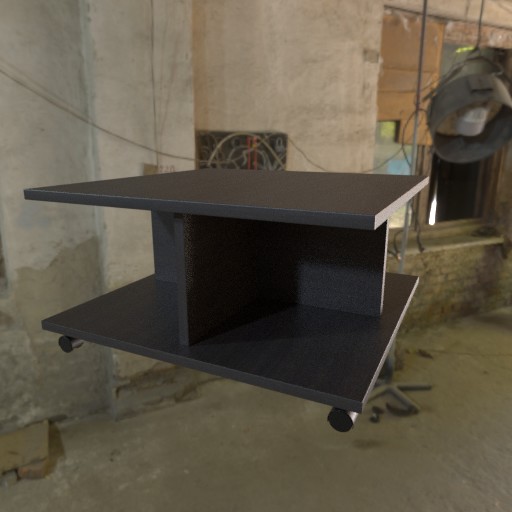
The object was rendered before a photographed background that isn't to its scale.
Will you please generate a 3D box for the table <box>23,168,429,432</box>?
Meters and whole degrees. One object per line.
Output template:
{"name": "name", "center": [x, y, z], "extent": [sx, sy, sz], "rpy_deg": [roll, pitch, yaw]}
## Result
{"name": "table", "center": [0.000, 0.000, 1.189], "extent": [0.762, 0.396, 0.762], "rpy_deg": [7, 17, 25]}
